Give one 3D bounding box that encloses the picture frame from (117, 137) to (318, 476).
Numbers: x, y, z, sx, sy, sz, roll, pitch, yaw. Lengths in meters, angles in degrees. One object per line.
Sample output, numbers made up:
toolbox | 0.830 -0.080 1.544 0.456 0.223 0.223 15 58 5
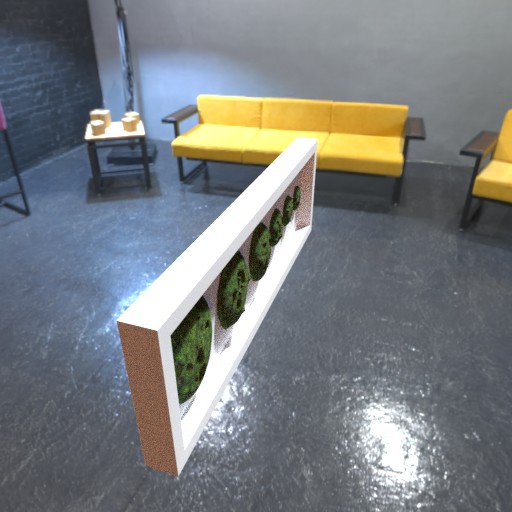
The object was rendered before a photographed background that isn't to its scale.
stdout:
picture frame | 0.000 0.000 0.840 0.050 0.250 0.759 10 32 17
